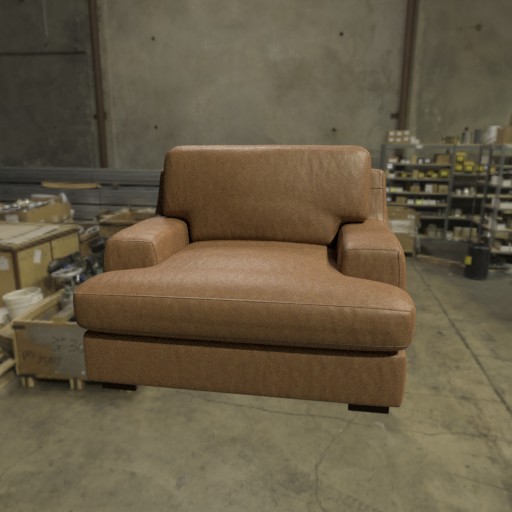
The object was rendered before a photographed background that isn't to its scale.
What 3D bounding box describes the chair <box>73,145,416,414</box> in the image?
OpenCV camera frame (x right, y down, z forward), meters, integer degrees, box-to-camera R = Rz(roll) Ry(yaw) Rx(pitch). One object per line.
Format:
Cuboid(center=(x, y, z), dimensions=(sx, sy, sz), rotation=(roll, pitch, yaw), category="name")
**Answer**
Cuboid(center=(0.000, 0.000, 2.003), dimensions=(1.276, 0.978, 1.050), rotation=(2, 14, 9), category="chair")
